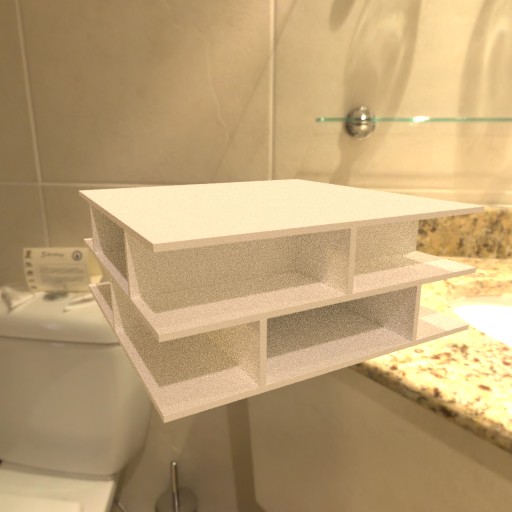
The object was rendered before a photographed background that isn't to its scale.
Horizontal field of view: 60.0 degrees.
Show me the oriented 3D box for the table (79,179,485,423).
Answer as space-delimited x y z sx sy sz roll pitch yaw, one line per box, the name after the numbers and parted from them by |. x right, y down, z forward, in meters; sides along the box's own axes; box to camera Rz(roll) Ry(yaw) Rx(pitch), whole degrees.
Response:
0.000 0.000 1.092 0.700 0.289 0.700 -8 17 -28 | table
